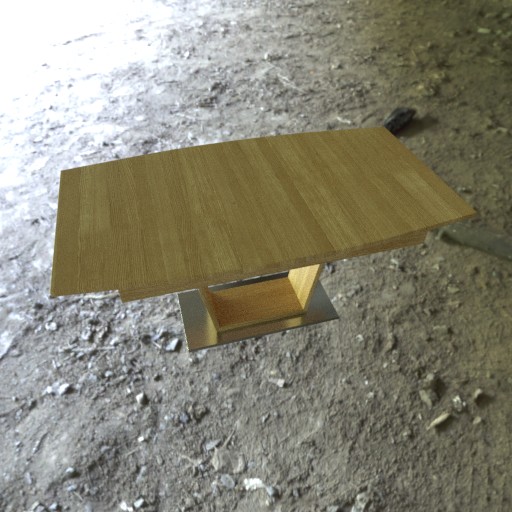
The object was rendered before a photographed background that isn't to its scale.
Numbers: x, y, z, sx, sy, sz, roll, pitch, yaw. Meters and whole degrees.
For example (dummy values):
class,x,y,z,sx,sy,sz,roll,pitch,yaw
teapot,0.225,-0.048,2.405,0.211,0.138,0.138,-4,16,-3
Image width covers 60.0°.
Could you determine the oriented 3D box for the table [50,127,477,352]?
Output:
class,x,y,z,sx,sy,sz,roll,pitch,yaw
table,0.000,0.000,2.116,1.598,0.748,0.900,-11,43,-11
